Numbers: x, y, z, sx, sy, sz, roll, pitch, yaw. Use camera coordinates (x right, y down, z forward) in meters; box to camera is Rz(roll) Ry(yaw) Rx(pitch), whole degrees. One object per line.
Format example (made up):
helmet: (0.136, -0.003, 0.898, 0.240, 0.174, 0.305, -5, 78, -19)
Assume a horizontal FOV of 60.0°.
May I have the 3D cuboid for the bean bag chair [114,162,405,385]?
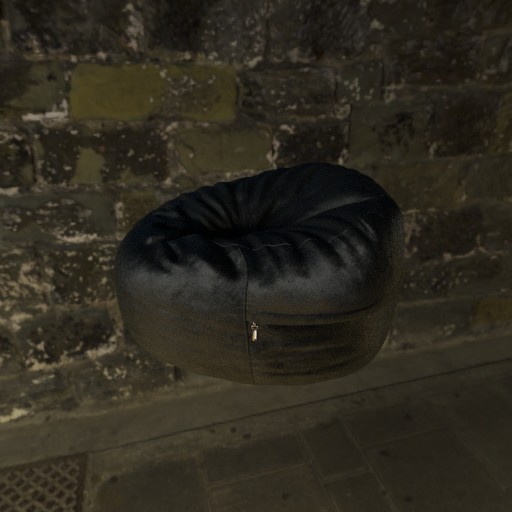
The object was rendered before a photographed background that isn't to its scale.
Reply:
bean bag chair: (0.000, 0.000, 2.475, 1.524, 0.878, 1.524, -1, 26, -1)
